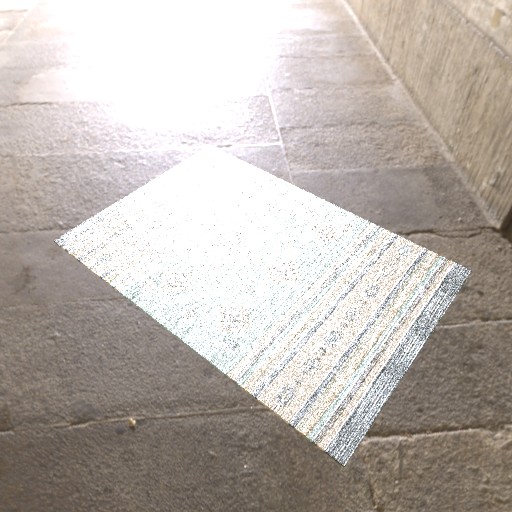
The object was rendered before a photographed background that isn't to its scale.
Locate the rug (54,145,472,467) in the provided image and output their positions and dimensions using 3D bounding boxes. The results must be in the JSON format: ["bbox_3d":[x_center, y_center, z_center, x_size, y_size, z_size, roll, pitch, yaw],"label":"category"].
[{"bbox_3d":[0.000,0.000,2.301,1.811,0.010,1.212,31,53,26],"label":"rug"}]
